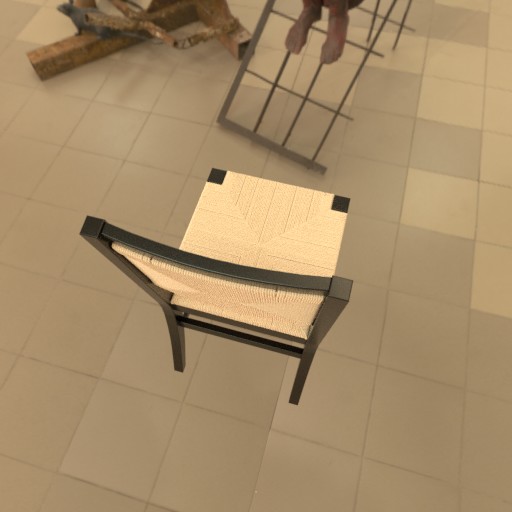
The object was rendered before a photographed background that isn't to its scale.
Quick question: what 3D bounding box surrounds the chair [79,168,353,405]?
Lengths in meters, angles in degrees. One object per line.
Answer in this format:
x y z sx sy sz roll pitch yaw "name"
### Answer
0.000 0.000 1.201 0.437 0.927 0.552 14 63 7 "chair"
